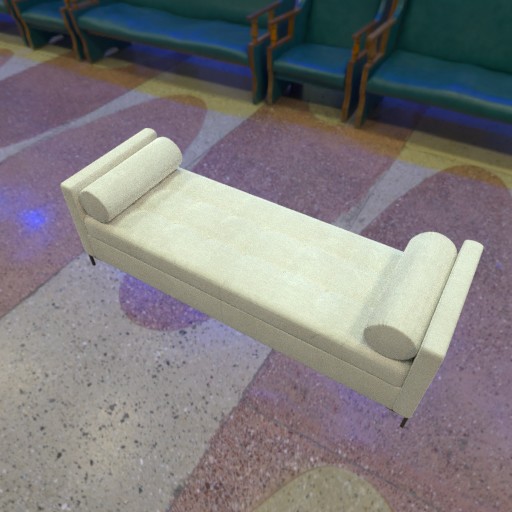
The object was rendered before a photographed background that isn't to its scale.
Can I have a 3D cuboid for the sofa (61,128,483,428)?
[{"bbox_3d":[0.000,0.000,2.347,1.981,0.635,0.686,23,50,21],"label":"sofa"}]
